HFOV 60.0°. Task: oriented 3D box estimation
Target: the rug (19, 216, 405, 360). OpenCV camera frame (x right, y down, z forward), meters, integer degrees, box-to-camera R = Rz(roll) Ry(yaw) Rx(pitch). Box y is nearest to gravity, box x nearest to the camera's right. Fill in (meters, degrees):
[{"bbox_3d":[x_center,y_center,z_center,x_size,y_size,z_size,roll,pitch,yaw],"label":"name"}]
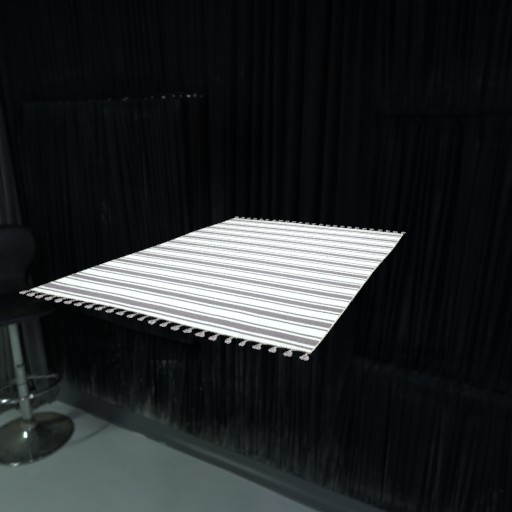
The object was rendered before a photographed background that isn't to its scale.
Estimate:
[{"bbox_3d":[0.000,0.000,3.811,2.030,0.017,3.040,8,18,25],"label":"rug"}]
